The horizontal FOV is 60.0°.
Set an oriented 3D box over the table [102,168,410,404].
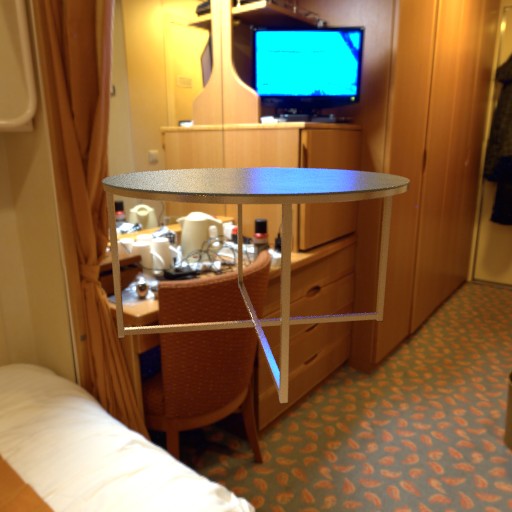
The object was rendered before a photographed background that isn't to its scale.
[{"bbox_3d":[0.000,0.000,1.272,0.800,0.450,0.800,0,15,0],"label":"table"}]
